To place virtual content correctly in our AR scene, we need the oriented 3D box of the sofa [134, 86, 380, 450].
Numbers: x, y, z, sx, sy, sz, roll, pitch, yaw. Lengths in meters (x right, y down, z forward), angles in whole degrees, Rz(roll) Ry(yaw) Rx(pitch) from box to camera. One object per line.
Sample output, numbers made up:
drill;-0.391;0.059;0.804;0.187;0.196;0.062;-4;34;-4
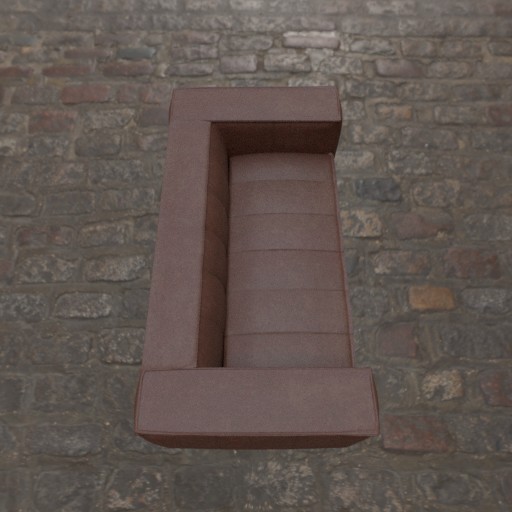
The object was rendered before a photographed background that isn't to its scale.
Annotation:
sofa;0.000;0.000;2.614;1.102;0.703;2.088;0;63;0
